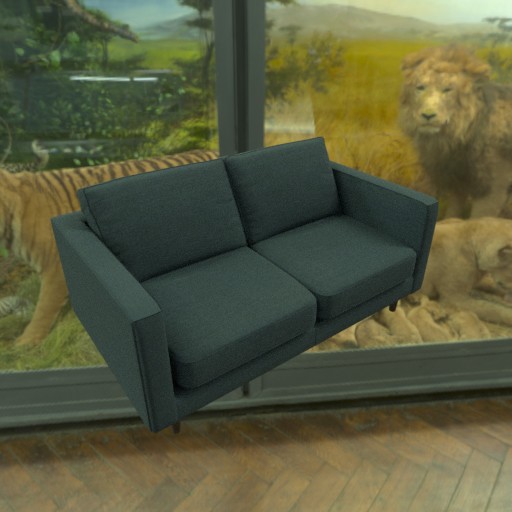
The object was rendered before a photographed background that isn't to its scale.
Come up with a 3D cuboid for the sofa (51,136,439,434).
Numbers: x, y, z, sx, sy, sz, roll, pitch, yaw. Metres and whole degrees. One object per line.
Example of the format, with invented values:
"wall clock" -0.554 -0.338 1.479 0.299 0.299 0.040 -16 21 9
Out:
"sofa" 0.000 0.000 2.272 1.659 0.907 0.999 -20 36 -31
